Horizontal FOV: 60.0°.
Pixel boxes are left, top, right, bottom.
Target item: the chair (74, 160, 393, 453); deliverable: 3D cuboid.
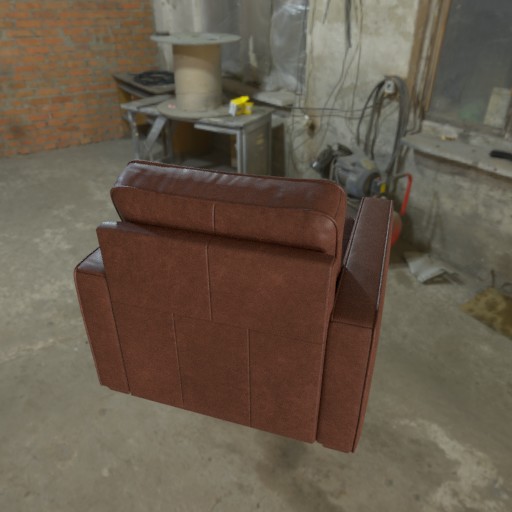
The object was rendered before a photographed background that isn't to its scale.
[{"bbox_3d":[0.000,0.000,1.763,1.017,0.919,0.940,9,32,15],"label":"chair"}]
